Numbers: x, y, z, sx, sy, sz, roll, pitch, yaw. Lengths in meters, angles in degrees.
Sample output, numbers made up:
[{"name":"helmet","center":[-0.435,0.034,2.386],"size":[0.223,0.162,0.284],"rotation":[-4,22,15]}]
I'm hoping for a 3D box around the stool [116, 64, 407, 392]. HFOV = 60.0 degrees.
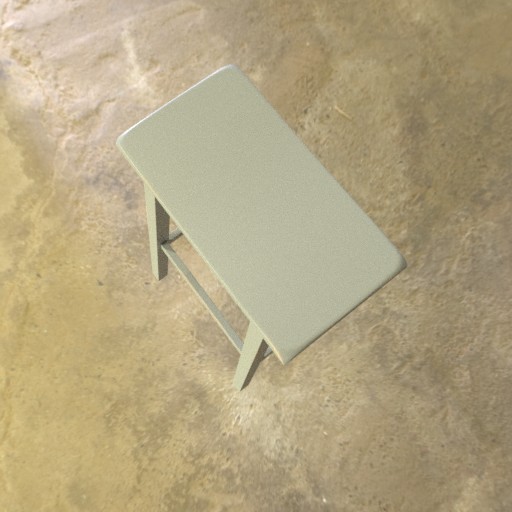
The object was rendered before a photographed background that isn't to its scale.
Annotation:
[{"name":"stool","center":[0.000,0.000,1.042],"size":[0.476,0.737,0.457],"rotation":[-37,79,-8]}]
